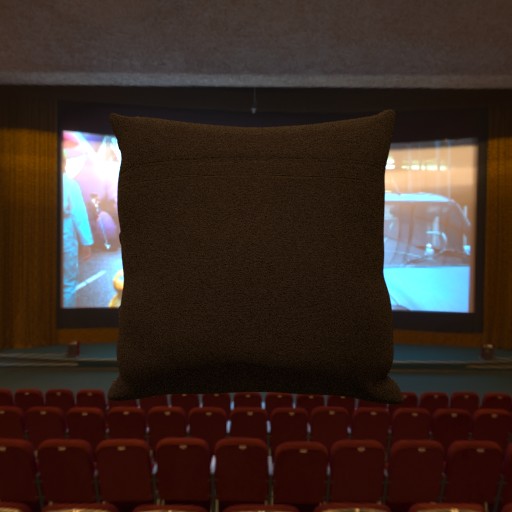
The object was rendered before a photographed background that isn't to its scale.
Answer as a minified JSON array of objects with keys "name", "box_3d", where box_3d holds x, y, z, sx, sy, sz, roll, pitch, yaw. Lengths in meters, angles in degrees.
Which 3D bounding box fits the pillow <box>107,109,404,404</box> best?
[{"name":"pillow","box_3d":[0.000,0.000,0.666,0.439,0.440,0.183,0,0,-1]}]
